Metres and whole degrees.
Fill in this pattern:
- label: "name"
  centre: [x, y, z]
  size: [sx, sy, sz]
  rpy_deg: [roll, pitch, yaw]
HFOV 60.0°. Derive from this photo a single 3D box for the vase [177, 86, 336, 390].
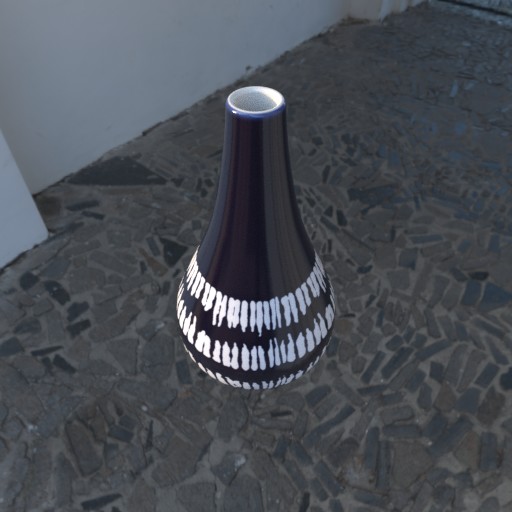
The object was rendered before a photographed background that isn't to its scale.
- label: "vase"
  centre: [0.000, 0.000, 0.393]
  size: [0.159, 0.295, 0.159]
  rpy_deg: [0, 47, 0]
